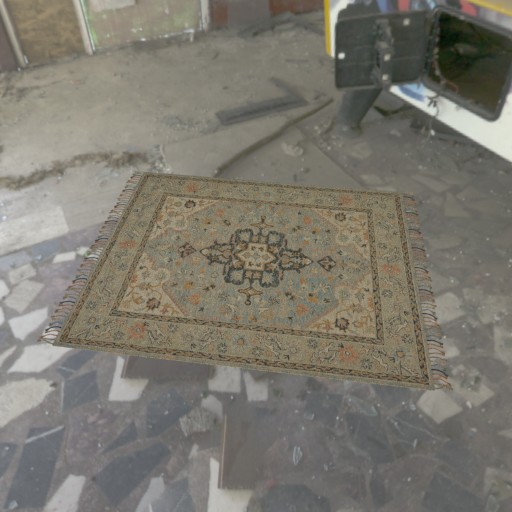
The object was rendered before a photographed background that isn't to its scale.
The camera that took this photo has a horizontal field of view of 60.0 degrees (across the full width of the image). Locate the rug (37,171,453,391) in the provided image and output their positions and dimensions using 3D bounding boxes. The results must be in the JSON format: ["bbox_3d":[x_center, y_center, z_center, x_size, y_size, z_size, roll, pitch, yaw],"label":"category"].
[{"bbox_3d":[0.000,0.000,3.463,2.651,0.010,1.971,5,46,5],"label":"rug"}]
